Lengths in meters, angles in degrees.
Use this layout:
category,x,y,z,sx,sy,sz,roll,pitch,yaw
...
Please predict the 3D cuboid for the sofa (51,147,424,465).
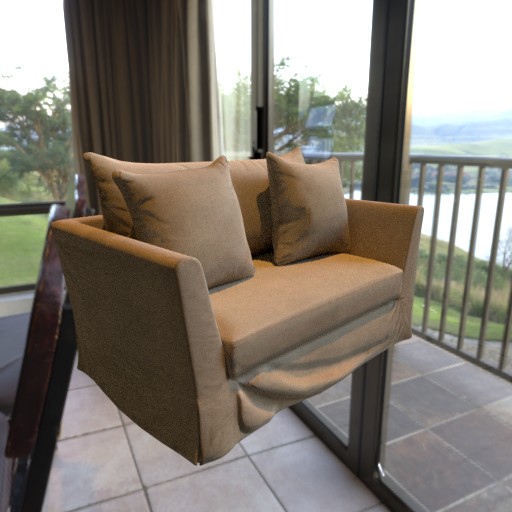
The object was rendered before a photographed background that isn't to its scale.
category,x,y,z,sx,sy,sz,roll,pitch,yaw
sofa,0.000,0.000,2.217,1.608,1.040,1.035,-14,20,-43
